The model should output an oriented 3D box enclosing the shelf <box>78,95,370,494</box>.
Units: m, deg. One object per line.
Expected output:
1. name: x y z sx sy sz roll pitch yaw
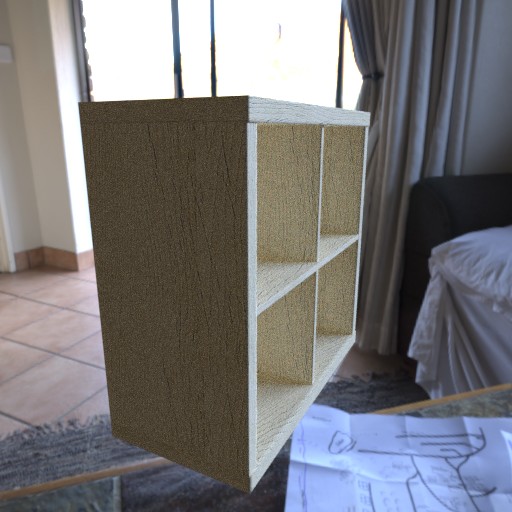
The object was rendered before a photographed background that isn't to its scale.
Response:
1. shelf: 0.000 0.000 1.244 0.390 0.786 0.790 8 18 27
